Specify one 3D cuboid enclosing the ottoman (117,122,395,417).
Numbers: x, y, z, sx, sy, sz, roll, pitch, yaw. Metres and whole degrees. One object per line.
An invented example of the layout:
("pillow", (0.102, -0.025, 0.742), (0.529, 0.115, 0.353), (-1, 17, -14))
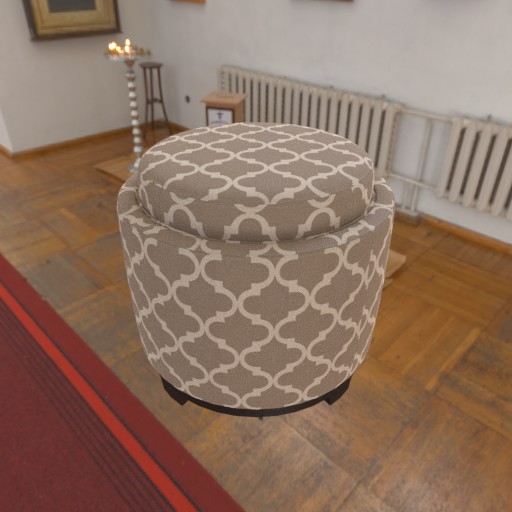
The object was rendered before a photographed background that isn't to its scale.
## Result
("ottoman", (0.000, 0.000, 0.851), (0.480, 0.429, 0.480), (0, 32, 0))
